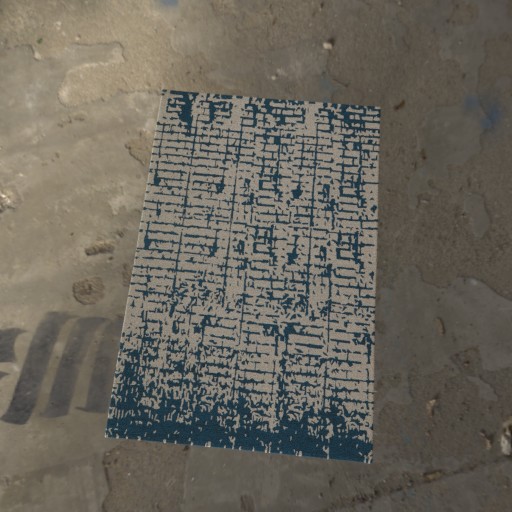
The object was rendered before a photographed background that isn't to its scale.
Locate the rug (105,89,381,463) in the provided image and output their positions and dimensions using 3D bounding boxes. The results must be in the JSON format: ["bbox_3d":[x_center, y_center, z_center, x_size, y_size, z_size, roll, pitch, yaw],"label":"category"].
[{"bbox_3d":[0.000,0.000,2.240,1.220,0.007,1.828,5,75,1],"label":"rug"}]
